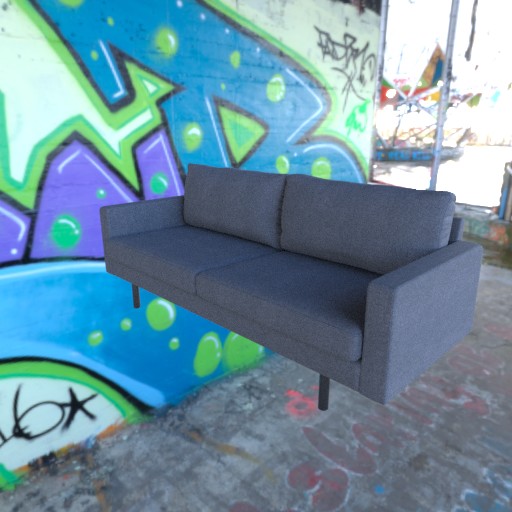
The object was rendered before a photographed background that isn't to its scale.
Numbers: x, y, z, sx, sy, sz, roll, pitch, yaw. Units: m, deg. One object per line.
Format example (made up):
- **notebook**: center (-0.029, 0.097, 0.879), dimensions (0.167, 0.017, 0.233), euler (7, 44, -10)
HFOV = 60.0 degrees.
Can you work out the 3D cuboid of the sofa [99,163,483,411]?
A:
- **sofa**: center (0.000, 0.000, 2.497), dimensions (2.100, 0.880, 0.880), euler (16, 23, 43)
